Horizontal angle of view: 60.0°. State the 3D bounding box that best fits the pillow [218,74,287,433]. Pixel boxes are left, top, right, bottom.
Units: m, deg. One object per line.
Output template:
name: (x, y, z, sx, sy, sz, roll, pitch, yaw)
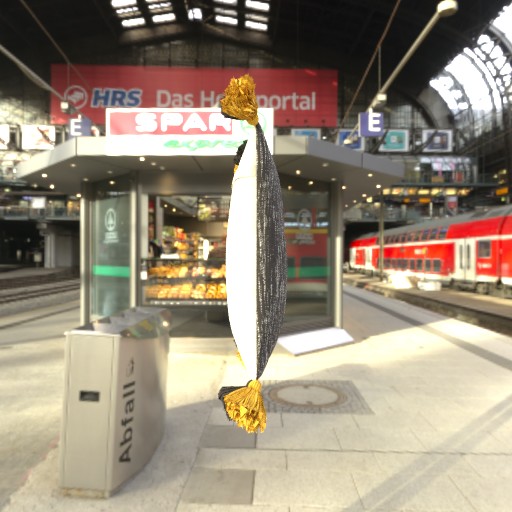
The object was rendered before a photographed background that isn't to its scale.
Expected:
pillow: (0.000, 0.000, 1.035, 0.139, 0.659, 0.654, 0, 0, 0)
